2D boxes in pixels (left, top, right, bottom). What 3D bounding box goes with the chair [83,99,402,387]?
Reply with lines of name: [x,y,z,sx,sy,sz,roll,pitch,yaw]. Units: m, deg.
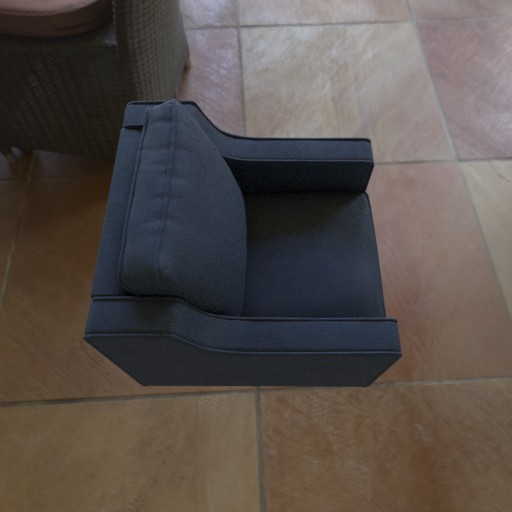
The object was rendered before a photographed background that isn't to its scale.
chair: [0.000,0.000,1.636,0.909,0.960,0.831,0,63,0]
